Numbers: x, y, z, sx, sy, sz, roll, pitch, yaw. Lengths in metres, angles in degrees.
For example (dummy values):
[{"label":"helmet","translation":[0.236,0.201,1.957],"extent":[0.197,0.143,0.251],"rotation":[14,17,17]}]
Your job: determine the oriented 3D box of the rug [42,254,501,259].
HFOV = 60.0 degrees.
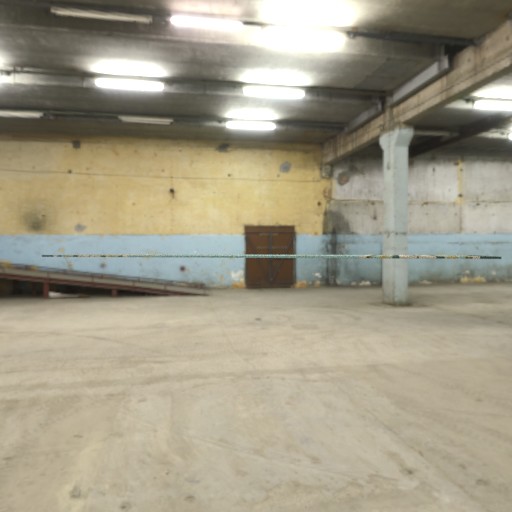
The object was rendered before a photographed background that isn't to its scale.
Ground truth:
[{"label":"rug","translation":[0.000,0.000,2.620],"extent":[2.441,0.010,0.744],"rotation":[0,1,18]}]
